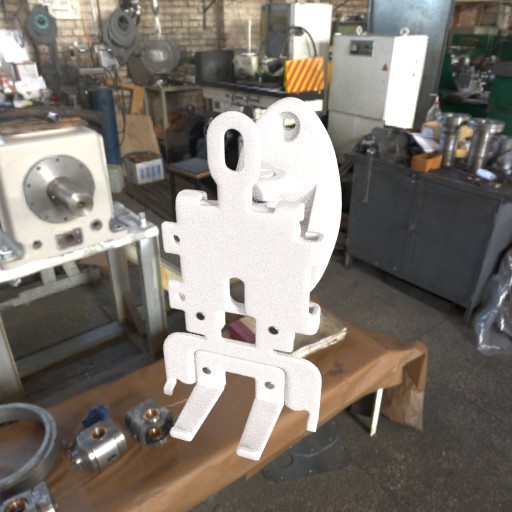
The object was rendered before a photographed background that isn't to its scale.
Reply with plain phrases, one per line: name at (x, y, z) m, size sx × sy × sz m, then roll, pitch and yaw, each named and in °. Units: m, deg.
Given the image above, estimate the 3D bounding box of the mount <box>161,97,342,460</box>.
mount at (0.000, 0.000, 0.177) m, size 0.066 × 0.118 × 0.100 m, roll 9°, pitch 28°, yaw 16°
